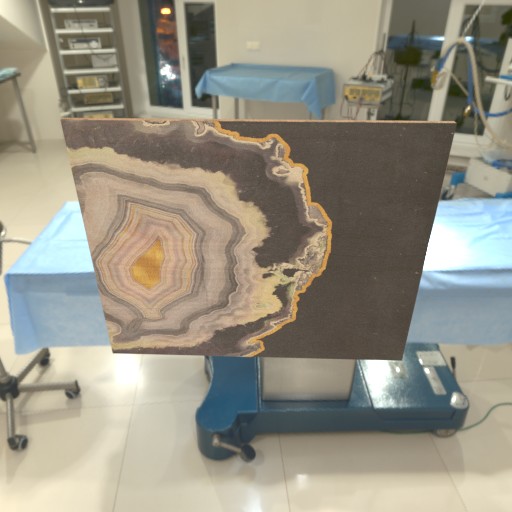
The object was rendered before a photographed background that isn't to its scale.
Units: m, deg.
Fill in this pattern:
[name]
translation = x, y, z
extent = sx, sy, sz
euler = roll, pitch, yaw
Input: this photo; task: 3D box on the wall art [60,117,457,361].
[wall art]
translation = 0.000, 0.000, 0.676
extent = 0.508, 0.408, 0.010
euler = 1, 31, 2
